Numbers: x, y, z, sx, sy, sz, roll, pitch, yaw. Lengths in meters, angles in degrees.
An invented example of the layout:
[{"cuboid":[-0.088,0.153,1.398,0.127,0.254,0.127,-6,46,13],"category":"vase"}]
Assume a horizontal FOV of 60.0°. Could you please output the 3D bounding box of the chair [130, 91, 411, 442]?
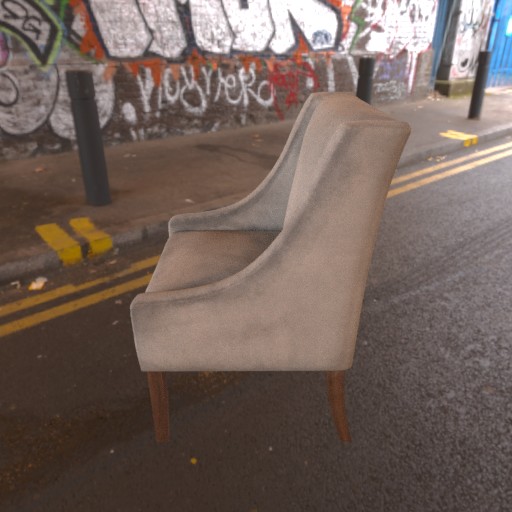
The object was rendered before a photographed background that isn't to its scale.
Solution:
[{"cuboid":[0.000,0.000,1.346,0.629,0.895,0.629,0,26,0],"category":"chair"}]
